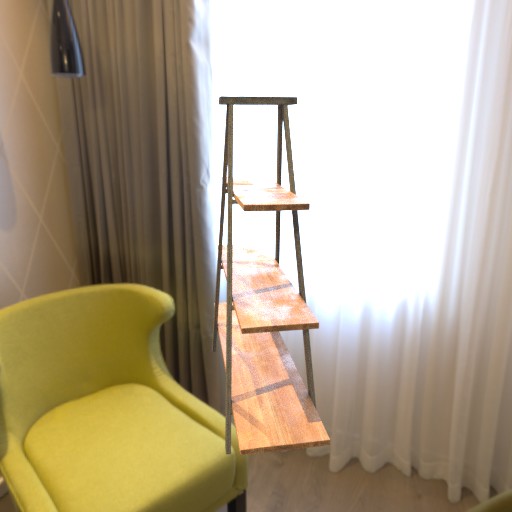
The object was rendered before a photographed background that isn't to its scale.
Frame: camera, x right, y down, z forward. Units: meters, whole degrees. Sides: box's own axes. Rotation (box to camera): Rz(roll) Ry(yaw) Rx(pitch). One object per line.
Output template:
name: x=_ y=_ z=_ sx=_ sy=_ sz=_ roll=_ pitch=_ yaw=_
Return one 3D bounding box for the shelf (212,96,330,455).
shelf: x=0.000 y=0.000 z=2.677 sx=0.508 sy=1.808 sz=1.746 roll=-3 pitch=17 yaw=-9
